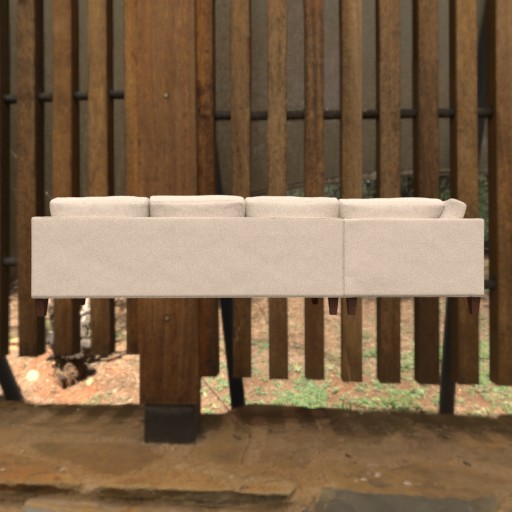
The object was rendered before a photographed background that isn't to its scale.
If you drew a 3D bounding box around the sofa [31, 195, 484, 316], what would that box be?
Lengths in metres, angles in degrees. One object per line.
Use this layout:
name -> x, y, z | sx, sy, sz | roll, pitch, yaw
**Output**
sofa -> 0.000, 0.000, 4.284 | 3.182, 0.863, 2.432 | 0, -1, -2
